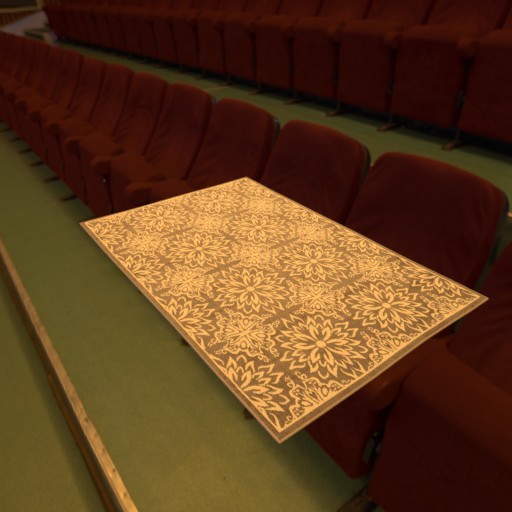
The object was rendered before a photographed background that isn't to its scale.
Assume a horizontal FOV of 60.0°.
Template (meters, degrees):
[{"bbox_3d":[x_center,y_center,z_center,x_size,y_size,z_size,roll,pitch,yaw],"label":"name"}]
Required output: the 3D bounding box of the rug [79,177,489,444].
[{"bbox_3d":[0.000,0.000,2.300,1.224,0.012,1.847,-22,38,-31],"label":"rug"}]
